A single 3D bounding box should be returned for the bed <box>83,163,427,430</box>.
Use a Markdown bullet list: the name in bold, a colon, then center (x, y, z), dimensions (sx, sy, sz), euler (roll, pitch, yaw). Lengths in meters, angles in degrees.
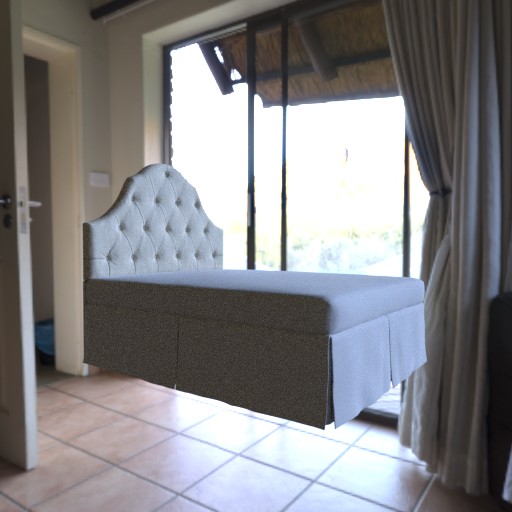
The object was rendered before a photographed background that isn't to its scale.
- **bed**: center (0.000, 0.000, 3.288), dimensions (2.092, 1.575, 1.627), euler (1, 2, 37)
